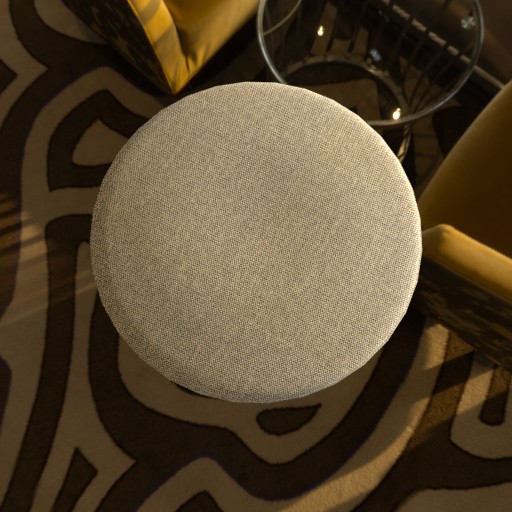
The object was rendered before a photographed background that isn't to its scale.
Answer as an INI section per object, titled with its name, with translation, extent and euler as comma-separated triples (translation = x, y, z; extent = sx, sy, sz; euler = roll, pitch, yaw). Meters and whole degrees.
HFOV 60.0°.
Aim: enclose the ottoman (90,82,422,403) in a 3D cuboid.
[ottoman]
translation = 0.000, 0.000, 0.844
extent = 0.500, 0.419, 0.500
euler = 0, 78, 0
